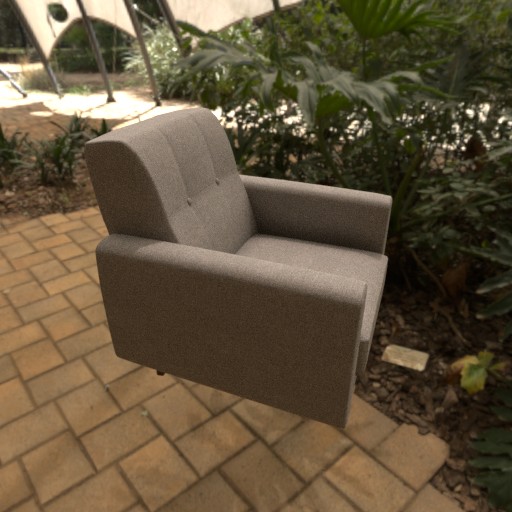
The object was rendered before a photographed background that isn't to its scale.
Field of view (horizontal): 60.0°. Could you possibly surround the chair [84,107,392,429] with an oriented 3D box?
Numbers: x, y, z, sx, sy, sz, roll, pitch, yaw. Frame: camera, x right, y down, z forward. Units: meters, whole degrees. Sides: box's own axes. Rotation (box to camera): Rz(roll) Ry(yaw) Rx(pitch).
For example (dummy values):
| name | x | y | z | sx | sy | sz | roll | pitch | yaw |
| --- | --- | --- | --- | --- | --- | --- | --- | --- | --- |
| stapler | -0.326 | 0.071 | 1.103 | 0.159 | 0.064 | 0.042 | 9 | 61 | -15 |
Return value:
| name | x | y | z | sx | sy | sz | roll | pitch | yaw |
| --- | --- | --- | --- | --- | --- | --- | --- | --- | --- |
| chair | 0.000 | 0.000 | 1.688 | 0.942 | 0.968 | 0.845 | 10 | 30 | 18 |
